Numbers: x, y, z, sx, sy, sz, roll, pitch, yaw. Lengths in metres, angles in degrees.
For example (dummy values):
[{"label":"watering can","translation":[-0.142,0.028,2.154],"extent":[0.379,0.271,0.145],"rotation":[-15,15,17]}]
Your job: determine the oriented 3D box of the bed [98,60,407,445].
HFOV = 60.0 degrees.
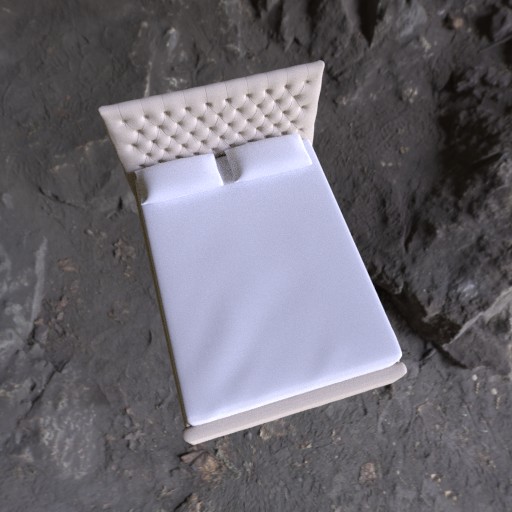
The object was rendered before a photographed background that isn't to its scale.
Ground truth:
[{"label":"bed","translation":[0.000,0.000,3.379],"extent":[1.696,1.426,2.233],"rotation":[-15,65,-7]}]
